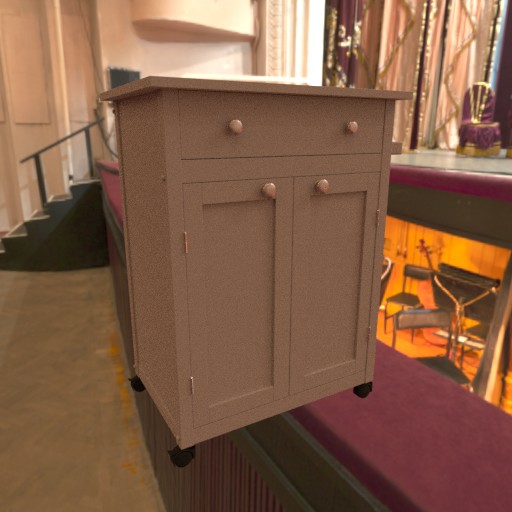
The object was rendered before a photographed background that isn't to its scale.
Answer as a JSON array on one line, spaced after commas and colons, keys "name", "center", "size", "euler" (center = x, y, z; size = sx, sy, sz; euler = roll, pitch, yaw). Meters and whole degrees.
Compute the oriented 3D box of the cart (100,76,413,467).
[{"name": "cart", "center": [0.000, 0.000, 1.246], "size": [0.683, 0.864, 0.442], "euler": [-9, 18, -29]}]
